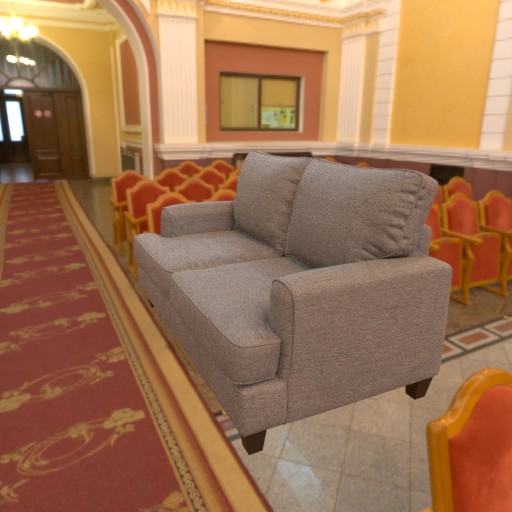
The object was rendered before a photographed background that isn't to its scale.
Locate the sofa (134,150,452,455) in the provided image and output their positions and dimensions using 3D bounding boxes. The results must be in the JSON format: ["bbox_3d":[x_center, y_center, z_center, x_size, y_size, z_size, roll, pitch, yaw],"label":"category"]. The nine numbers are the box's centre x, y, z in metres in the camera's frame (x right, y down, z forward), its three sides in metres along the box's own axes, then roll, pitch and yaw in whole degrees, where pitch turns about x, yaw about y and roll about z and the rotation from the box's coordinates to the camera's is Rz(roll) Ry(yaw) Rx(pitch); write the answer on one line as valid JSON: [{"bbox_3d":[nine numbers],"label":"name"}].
[{"bbox_3d":[0.000,0.000,2.254,0.965,0.965,1.651,-8,18,-25],"label":"sofa"}]
